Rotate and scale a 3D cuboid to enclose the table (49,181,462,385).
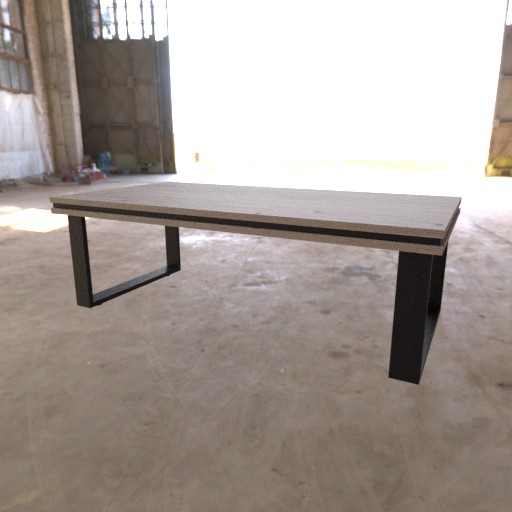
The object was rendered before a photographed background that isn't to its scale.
[{"bbox_3d":[0.000,0.000,1.691,1.350,0.450,0.700,7,16,26],"label":"table"}]
